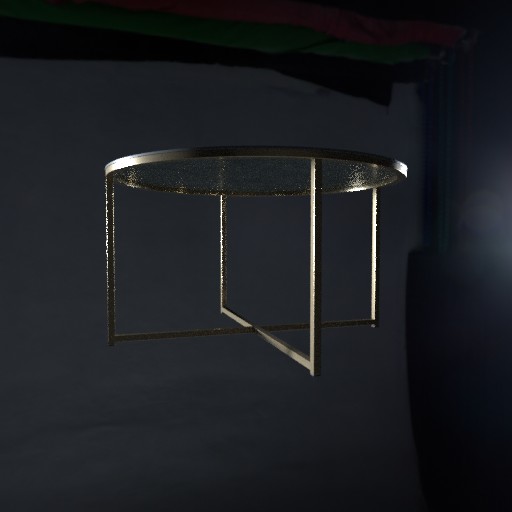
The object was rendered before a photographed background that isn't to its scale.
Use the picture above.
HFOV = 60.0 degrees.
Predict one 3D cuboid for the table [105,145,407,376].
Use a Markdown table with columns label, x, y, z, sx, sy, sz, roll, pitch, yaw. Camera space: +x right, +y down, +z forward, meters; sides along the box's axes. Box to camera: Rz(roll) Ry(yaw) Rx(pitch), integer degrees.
| label | x | y | z | sx | sy | sz | roll | pitch | yaw |
| --- | --- | --- | --- | --- | --- | --- | --- | --- | --- |
| table | 0.000 | 0.000 | 1.250 | 0.800 | 0.450 | 0.800 | 0 | 2 | 0 |
